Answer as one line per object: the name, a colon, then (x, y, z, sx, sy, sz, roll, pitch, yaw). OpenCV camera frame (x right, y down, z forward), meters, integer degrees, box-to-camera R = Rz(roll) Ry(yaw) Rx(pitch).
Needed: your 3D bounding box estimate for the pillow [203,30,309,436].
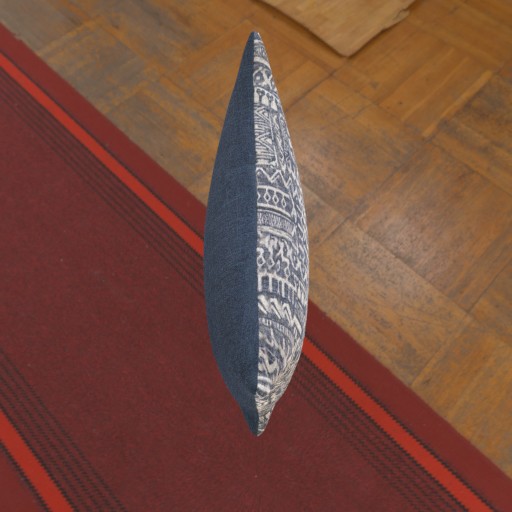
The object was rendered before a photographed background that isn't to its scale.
pillow: (0.000, 0.000, 0.769, 0.180, 0.487, 0.546, 0, 64, 0)
